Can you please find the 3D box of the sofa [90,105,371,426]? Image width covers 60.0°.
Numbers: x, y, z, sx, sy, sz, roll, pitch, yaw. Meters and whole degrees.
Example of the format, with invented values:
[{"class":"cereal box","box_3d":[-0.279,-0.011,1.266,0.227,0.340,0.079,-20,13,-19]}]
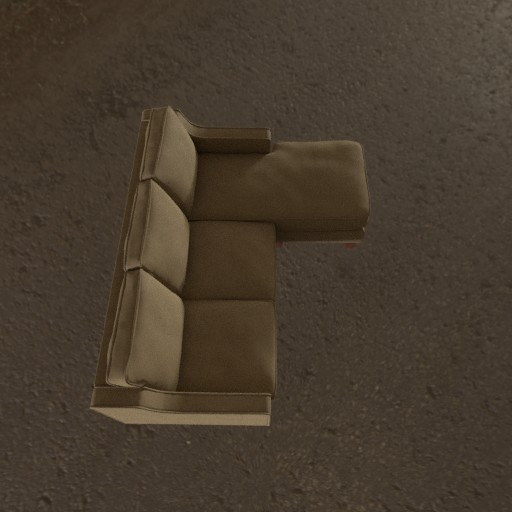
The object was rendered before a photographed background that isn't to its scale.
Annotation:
[{"class":"sofa","box_3d":[0.000,0.000,3.326,1.858,1.066,2.317,1,63,0]}]
